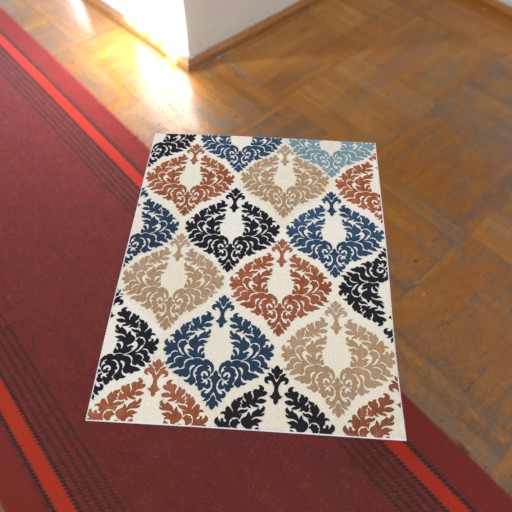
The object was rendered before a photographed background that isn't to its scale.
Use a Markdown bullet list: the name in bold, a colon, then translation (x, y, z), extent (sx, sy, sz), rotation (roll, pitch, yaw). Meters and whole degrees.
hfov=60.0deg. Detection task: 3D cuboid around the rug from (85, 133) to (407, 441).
- **rug**: translation (0.000, 0.000, 4.086), extent (2.423, 0.014, 3.040), rotation (3, 59, 2)
